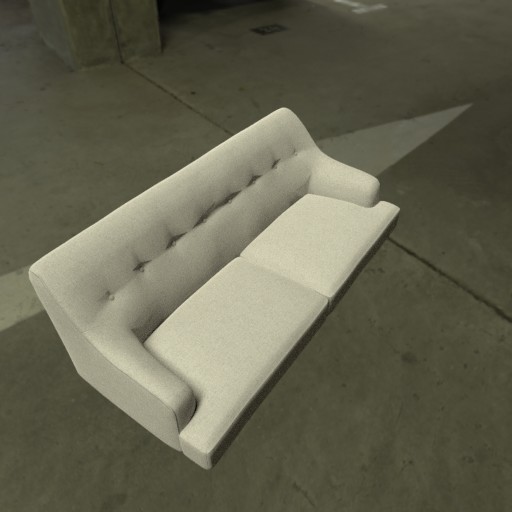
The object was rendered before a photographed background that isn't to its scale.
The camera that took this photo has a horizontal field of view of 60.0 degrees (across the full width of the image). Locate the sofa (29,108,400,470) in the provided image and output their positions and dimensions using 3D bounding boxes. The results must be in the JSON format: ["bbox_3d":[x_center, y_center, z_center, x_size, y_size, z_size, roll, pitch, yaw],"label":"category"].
[{"bbox_3d":[0.000,0.000,2.512,0.978,0.871,2.057,25,47,25],"label":"sofa"}]
